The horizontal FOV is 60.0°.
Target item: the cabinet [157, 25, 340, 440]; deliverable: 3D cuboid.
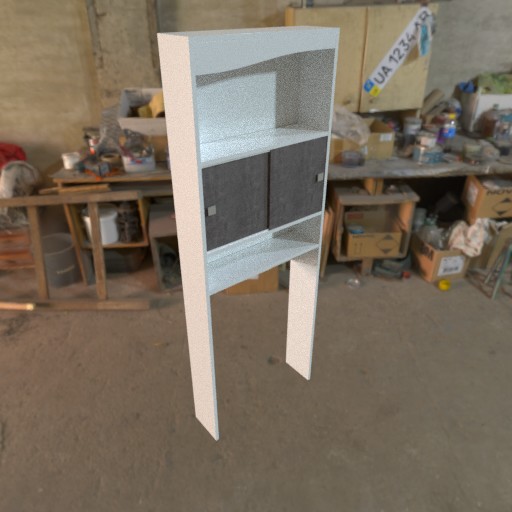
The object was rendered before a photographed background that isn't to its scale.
[{"bbox_3d":[0.000,0.000,1.948,0.643,1.770,0.192,-22,37,-33],"label":"cabinet"}]
